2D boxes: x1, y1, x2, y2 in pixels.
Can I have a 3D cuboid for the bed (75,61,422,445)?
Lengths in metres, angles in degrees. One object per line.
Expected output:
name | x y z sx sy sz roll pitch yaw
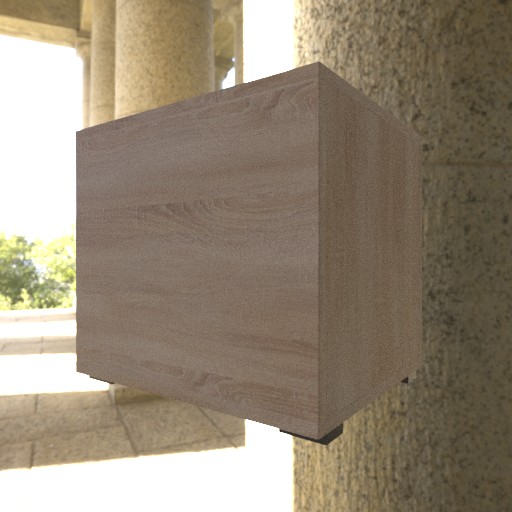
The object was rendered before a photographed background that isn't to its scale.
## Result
bed | 0.000 0.000 0.771 0.460 0.420 0.401 0 0 36
